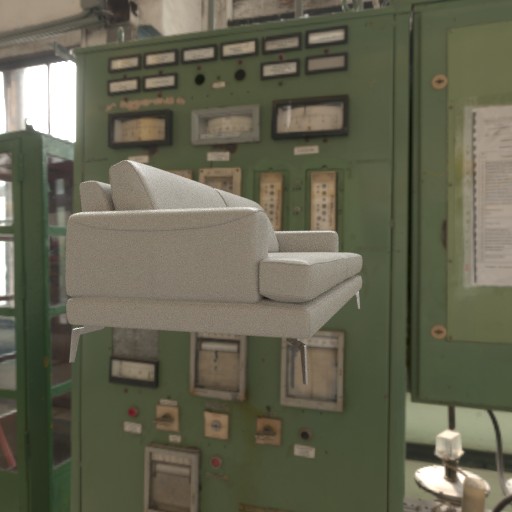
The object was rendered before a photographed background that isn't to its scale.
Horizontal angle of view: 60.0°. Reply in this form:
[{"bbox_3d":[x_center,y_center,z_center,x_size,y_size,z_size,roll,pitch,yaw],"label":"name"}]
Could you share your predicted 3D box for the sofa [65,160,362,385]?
[{"bbox_3d":[0.000,0.000,2.385,0.974,0.765,1.940,0,1,18],"label":"sofa"}]
